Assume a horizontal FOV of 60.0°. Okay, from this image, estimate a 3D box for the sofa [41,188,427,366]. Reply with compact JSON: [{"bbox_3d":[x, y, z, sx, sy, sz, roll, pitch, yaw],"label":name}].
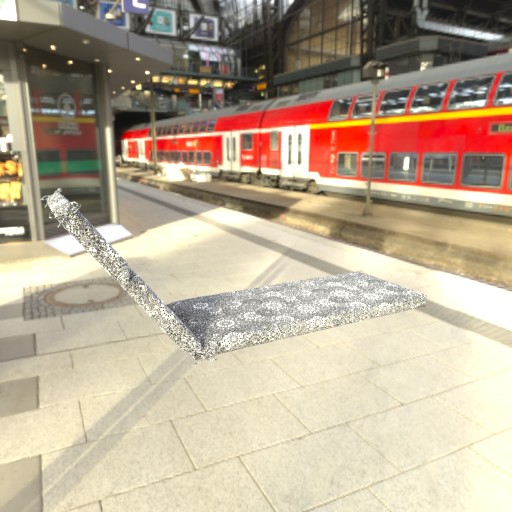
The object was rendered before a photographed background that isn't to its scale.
[{"bbox_3d":[0.000,0.000,1.976,1.663,0.622,0.582,-7,15,-27],"label":"sofa"}]
